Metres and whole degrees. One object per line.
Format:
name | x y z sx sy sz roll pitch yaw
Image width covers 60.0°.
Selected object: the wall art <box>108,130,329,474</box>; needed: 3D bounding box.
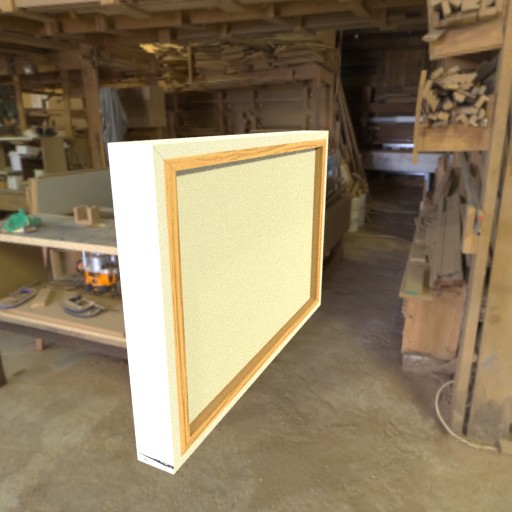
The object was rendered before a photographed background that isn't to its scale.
wall art | 0.000 0.000 0.491 0.038 0.259 0.381 8 19 25
